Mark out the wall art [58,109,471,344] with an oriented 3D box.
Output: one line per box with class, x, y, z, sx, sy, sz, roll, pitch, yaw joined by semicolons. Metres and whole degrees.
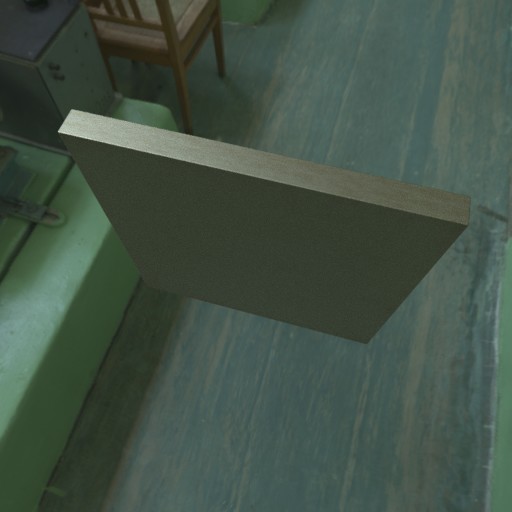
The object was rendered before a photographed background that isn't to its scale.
wall art;0.000;0.000;0.758;0.503;0.506;0.040;14;65;7
